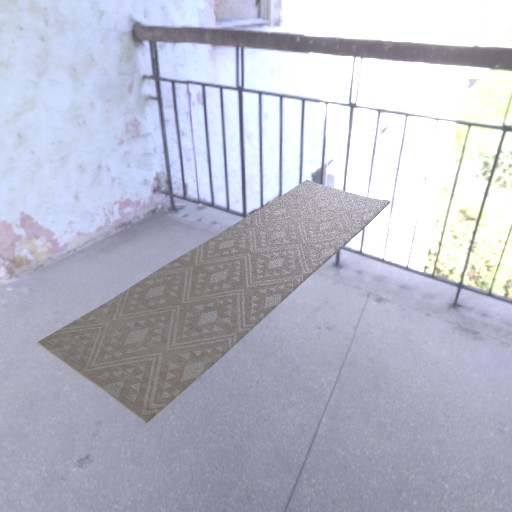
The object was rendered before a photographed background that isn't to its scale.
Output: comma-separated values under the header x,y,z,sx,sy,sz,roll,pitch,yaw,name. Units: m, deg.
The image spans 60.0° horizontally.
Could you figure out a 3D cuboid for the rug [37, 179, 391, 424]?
x,y,z,sx,sy,sz,roll,pitch,yaw,name
0.000,0.000,2.723,0.752,0.051,2.452,21,37,30,rug
